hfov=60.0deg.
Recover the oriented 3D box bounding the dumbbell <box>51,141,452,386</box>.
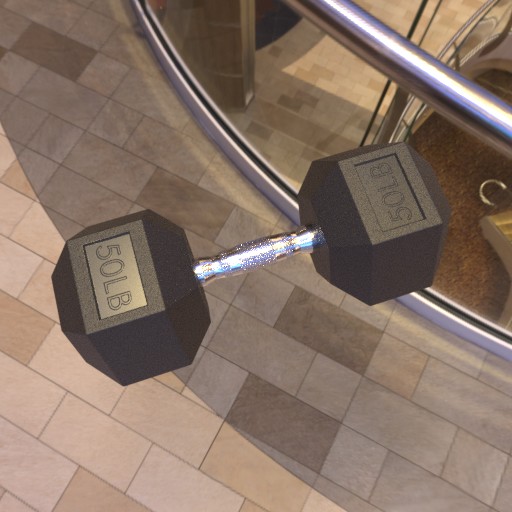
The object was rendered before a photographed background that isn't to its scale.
[{"bbox_3d":[0.000,0.000,0.465,0.384,0.150,0.173,-17,74,-5],"label":"dumbbell"}]
